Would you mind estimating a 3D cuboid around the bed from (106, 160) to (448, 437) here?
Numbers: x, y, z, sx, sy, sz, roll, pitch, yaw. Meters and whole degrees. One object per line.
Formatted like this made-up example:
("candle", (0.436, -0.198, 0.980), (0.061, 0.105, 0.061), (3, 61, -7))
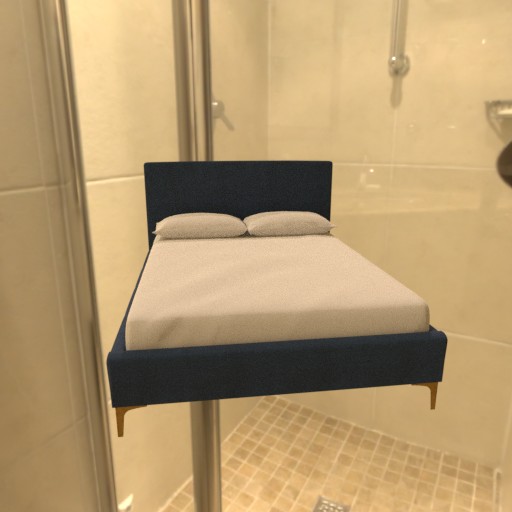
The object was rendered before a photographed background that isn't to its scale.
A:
("bed", (0.000, 0.000, 3.170), (1.723, 1.231, 2.172), (-2, 15, -8))
